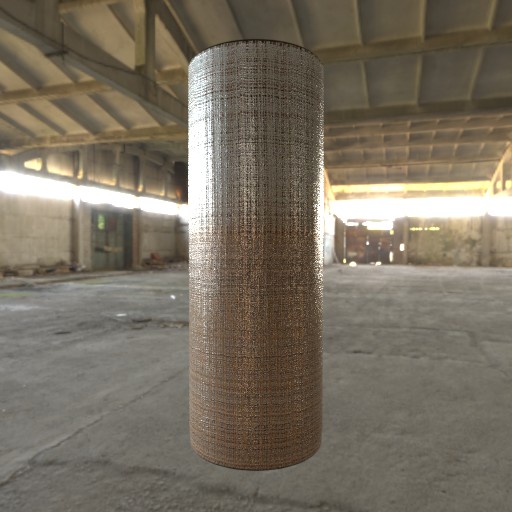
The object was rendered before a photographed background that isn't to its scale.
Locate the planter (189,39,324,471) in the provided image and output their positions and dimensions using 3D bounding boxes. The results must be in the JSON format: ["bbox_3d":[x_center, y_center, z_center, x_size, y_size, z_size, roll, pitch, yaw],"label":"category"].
[{"bbox_3d":[0.000,0.000,0.331,0.099,0.278,0.099,0,1,18],"label":"planter"}]
